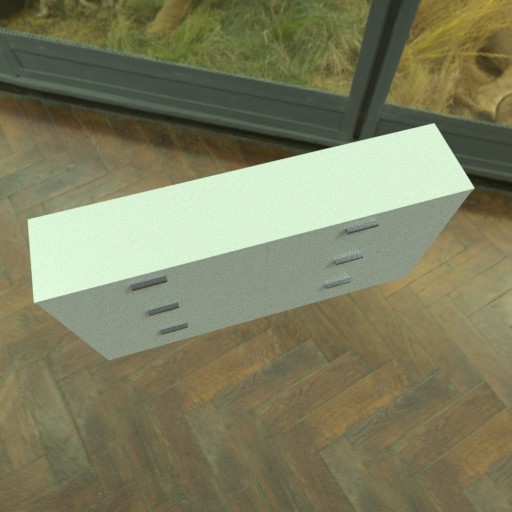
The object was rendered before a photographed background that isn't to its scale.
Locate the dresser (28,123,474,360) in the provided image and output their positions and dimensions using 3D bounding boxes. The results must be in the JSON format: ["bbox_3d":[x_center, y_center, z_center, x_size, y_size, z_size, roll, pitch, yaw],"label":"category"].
[{"bbox_3d":[0.000,0.000,1.900,1.535,0.790,0.333,-15,65,-7],"label":"dresser"}]
